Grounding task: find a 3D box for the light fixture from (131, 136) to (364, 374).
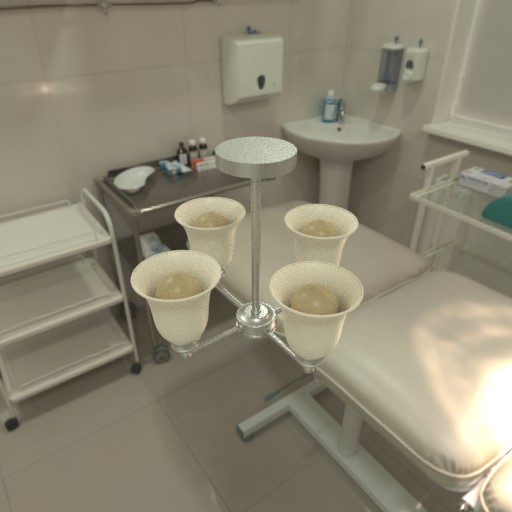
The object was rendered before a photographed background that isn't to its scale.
[{"bbox_3d":[0.000,0.000,0.748,0.427,0.370,0.427,-21,38,-30],"label":"light fixture"}]
